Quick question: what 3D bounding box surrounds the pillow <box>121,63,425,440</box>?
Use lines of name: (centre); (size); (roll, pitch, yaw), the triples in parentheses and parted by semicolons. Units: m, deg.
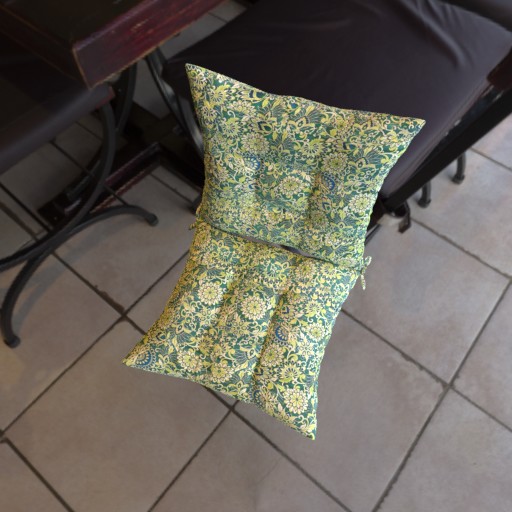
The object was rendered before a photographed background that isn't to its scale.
pillow: (0.000, 0.000, 1.002); (0.541, 0.536, 0.585); (18, 62, 10)
